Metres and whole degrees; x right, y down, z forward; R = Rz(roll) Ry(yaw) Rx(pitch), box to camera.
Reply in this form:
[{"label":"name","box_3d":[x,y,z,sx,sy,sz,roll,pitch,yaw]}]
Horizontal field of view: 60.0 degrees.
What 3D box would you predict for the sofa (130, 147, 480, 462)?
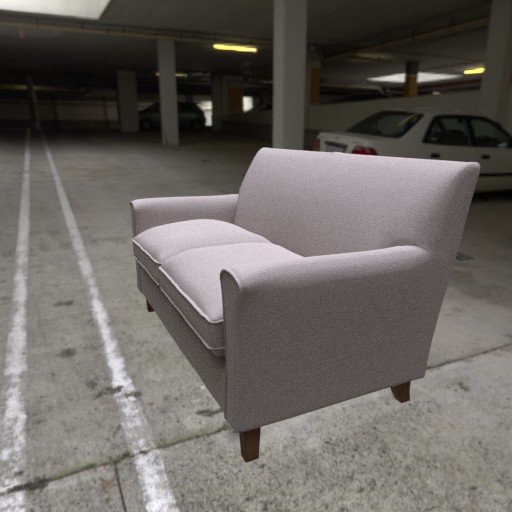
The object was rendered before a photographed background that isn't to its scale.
[{"label":"sofa","box_3d":[0.000,0.000,1.982,0.888,0.890,1.482,-7,17,-25]}]
